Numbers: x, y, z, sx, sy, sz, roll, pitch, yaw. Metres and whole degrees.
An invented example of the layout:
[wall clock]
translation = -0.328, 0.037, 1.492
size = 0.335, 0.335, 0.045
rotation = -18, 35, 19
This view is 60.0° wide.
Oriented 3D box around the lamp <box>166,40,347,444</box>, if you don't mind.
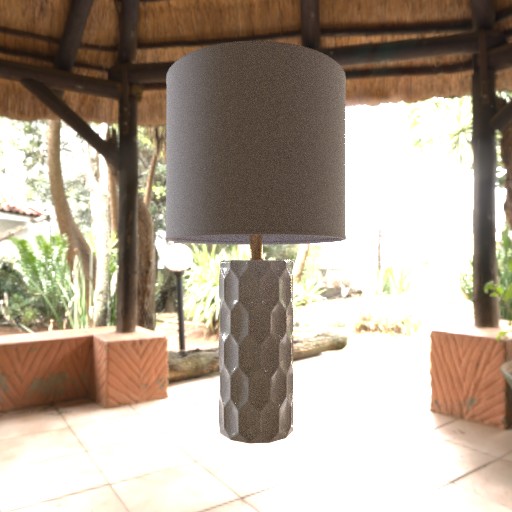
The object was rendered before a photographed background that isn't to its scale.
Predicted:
[lamp]
translation = 0.000, 0.000, 0.690
size = 0.277, 0.537, 0.277
rotation = 1, -2, -35
